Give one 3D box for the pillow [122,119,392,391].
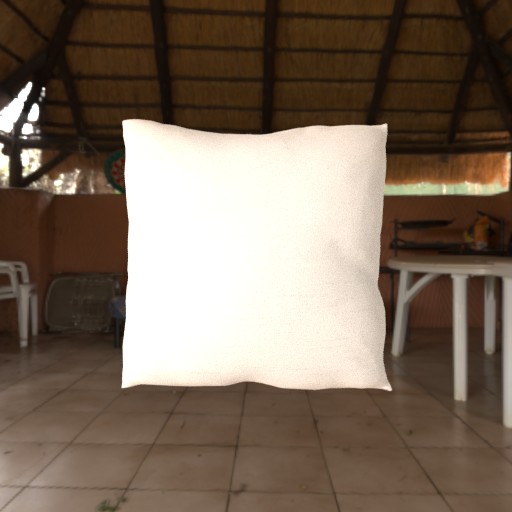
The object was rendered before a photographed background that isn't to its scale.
[{"bbox_3d":[0.000,0.000,0.728,0.450,0.448,0.245,0,1,0],"label":"pillow"}]
